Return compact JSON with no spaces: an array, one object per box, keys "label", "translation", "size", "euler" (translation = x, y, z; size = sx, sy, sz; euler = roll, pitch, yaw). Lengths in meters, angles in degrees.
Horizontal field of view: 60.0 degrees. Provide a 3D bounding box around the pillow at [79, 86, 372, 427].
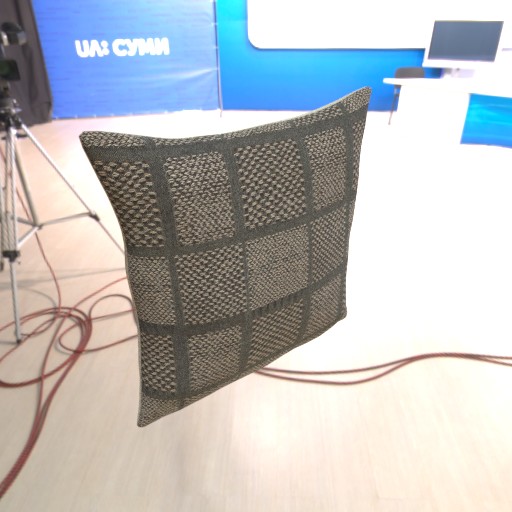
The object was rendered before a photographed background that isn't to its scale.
[{"label":"pillow","translation":[0.000,0.000,0.654],"size":[0.435,0.432,0.138],"euler":[-21,36,-31]}]
